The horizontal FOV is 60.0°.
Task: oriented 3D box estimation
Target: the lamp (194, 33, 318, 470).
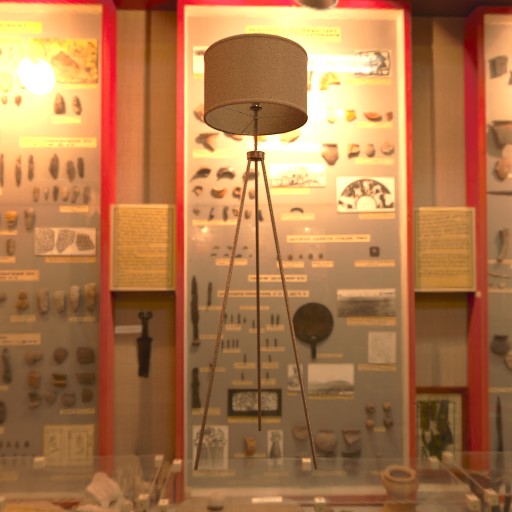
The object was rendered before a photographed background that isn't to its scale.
[{"bbox_3d":[0.000,0.000,1.757,0.449,1.545,0.460,0,-1,0],"label":"lamp"}]
